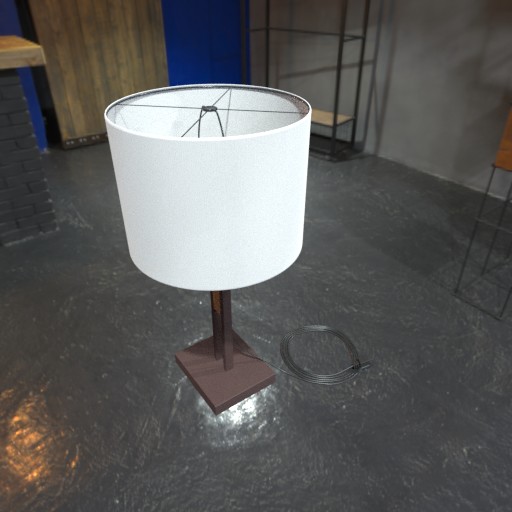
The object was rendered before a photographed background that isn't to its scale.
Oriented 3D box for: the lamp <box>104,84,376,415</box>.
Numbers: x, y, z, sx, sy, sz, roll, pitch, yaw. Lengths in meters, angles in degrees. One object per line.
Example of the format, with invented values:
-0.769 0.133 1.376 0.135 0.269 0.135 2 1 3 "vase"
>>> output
0.000 0.000 0.985 0.525 0.668 0.396 -21 38 -29 "lamp"
